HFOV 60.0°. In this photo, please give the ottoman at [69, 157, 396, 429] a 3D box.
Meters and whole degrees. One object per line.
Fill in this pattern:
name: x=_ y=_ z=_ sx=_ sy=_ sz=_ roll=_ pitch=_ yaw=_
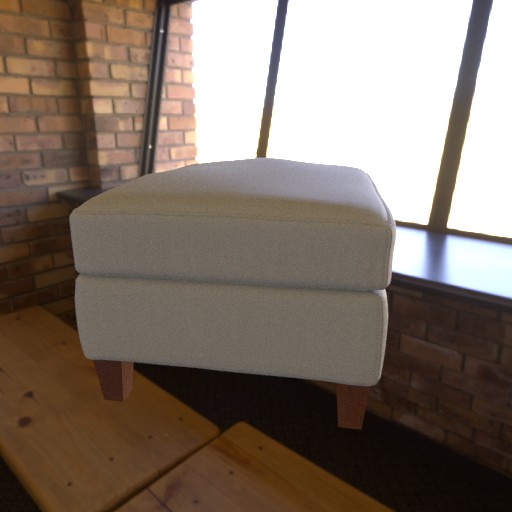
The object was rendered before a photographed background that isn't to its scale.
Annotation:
ottoman: x=0.000 y=0.000 z=1.222 sx=0.634 sy=0.496 sz=0.818 roll=3 pitch=18 yaw=10
